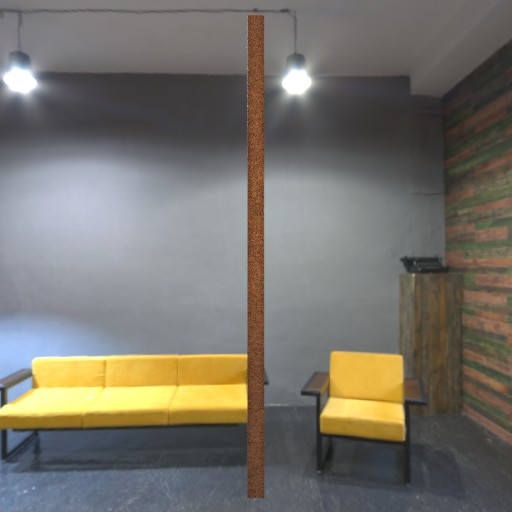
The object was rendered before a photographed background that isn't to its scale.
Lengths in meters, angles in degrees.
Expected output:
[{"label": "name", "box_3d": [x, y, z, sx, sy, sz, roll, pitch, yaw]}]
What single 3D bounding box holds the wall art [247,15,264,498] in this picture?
[{"label": "wall art", "box_3d": [0.000, 0.000, 1.662, 0.051, 1.461, 0.648, 0, -1, 0]}]
